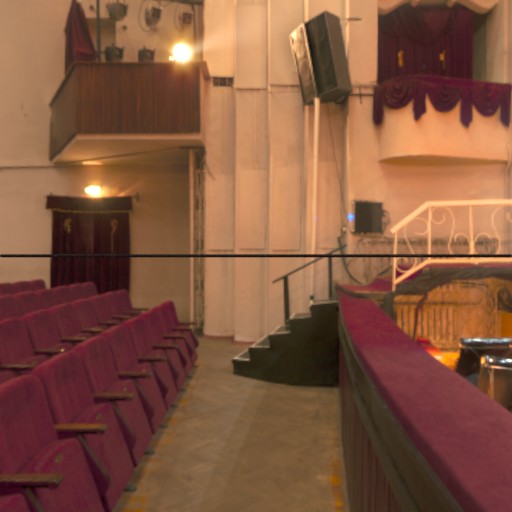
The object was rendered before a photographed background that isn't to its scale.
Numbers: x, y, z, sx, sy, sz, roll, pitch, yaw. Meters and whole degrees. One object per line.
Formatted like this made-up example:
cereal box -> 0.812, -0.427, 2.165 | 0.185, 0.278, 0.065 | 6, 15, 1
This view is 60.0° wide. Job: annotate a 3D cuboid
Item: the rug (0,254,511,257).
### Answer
rug -> 0.000, 0.000, 2.867 | 2.441, 0.015, 1.526 | 0, 0, 0
